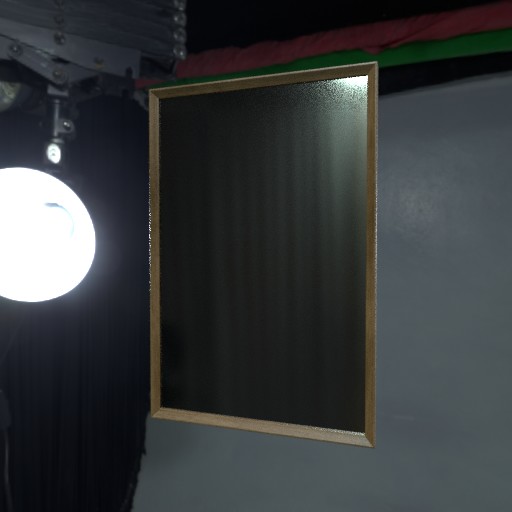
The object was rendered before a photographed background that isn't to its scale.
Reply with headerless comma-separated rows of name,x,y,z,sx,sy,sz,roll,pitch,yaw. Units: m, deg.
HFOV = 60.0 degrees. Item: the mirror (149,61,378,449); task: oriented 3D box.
mirror,0.000,0.000,1.159,0.609,0.915,0.041,0,2,18
